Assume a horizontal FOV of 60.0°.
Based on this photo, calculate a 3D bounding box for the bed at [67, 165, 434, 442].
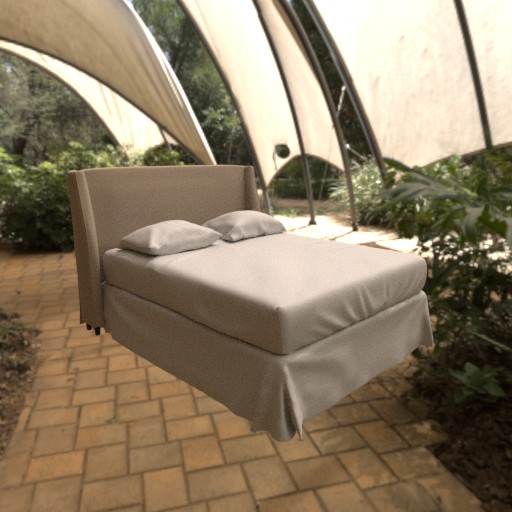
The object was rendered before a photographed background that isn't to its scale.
[{"bbox_3d":[0.000,0.000,3.440,1.925,1.332,2.276,-13,18,-43],"label":"bed"}]
